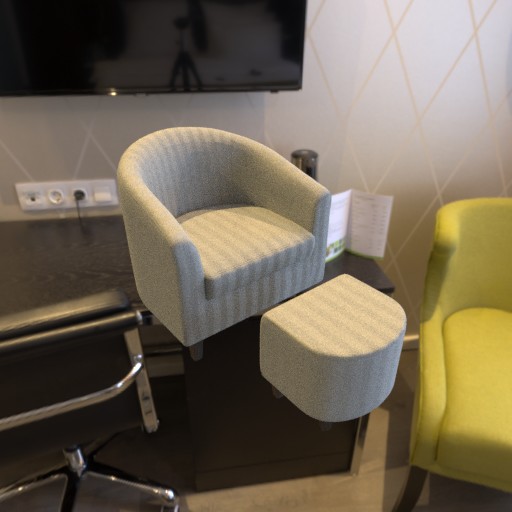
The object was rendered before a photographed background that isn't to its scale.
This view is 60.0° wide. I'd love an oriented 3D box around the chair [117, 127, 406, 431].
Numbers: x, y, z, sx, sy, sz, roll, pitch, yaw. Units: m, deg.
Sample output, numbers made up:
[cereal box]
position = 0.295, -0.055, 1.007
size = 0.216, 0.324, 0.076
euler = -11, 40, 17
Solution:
[chair]
position = 0.000, 0.000, 1.749
size = 0.756, 0.757, 1.288
euler = -22, 36, -33
